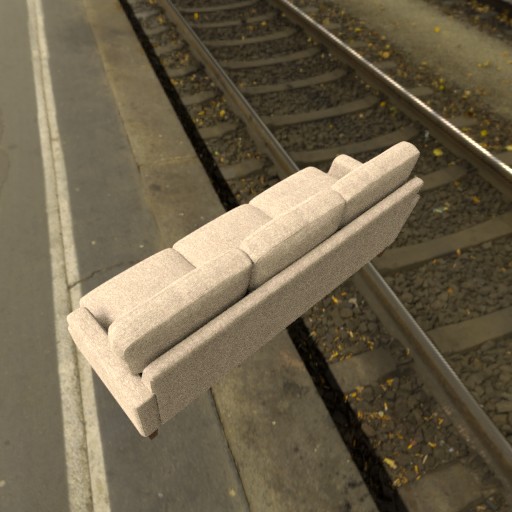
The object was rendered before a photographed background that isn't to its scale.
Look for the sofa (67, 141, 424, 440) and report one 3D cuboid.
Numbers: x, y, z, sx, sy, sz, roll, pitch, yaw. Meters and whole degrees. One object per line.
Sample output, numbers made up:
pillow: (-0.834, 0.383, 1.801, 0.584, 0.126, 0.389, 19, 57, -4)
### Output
sofa: (0.000, 0.000, 2.641, 2.115, 0.984, 0.888, -33, 55, -28)
